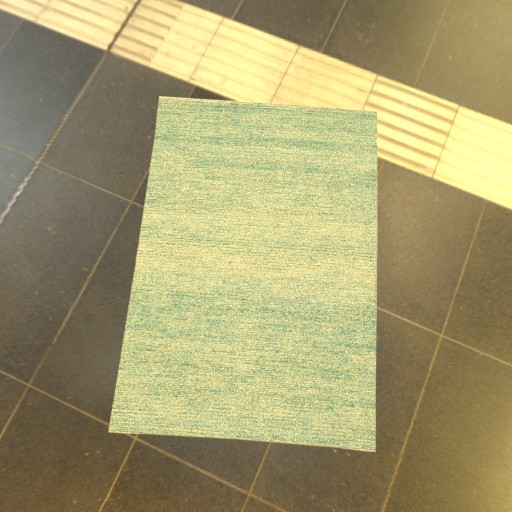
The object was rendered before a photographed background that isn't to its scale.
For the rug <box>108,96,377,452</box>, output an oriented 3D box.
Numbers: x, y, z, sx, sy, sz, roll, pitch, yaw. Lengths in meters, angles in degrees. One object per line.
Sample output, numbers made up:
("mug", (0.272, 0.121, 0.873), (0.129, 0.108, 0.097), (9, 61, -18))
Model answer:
("rug", (0.000, 0.000, 2.920), (1.593, 0.029, 2.305), (4, 75, 1))
